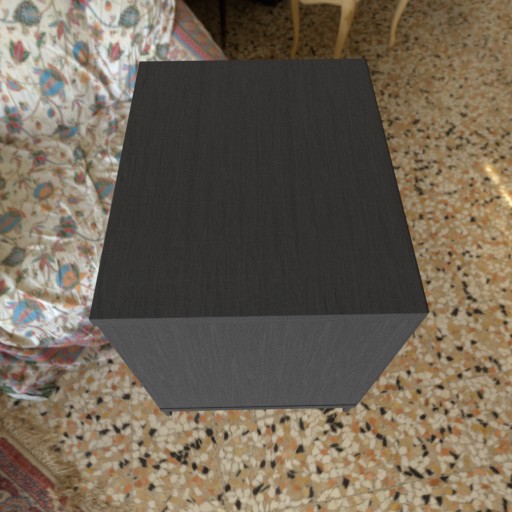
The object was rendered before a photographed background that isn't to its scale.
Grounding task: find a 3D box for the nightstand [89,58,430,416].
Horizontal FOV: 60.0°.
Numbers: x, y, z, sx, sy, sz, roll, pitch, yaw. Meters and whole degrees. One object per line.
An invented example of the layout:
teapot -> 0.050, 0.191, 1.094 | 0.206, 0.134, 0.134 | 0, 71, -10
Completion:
nightstand -> 0.000, 0.000, 0.752 | 0.347, 0.448, 0.427 | -1, 58, -1
